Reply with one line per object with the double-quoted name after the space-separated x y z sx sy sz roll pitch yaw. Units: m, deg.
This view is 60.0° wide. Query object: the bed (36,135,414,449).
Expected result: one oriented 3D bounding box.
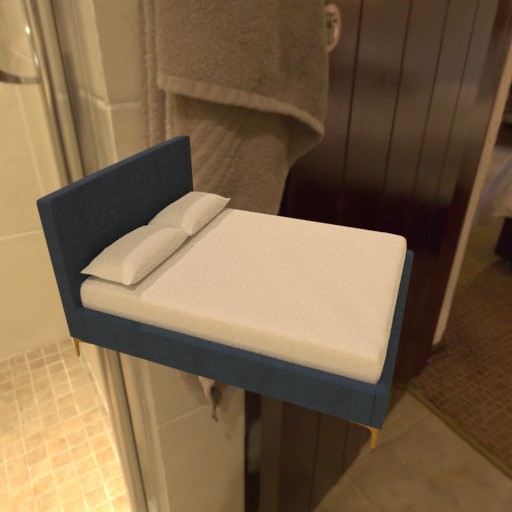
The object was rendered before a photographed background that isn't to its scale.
0.000 0.000 3.270 2.172 1.231 1.723 11 31 19 "bed"
